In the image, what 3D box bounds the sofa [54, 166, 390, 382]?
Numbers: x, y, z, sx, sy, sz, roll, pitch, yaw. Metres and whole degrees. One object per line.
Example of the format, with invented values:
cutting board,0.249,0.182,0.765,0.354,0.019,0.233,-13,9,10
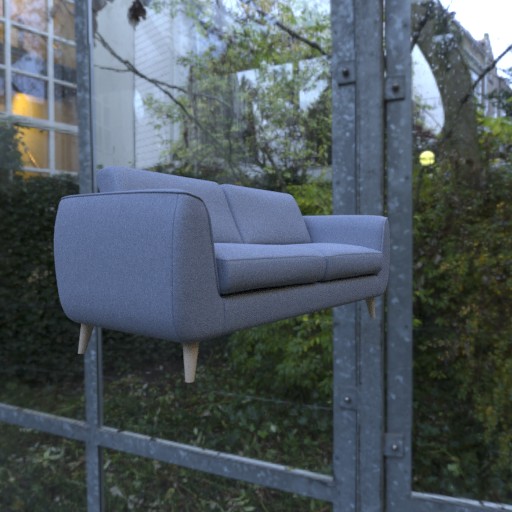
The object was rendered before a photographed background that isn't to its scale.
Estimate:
sofa,0.000,0.000,2.551,0.920,0.870,2.000,1,2,37
